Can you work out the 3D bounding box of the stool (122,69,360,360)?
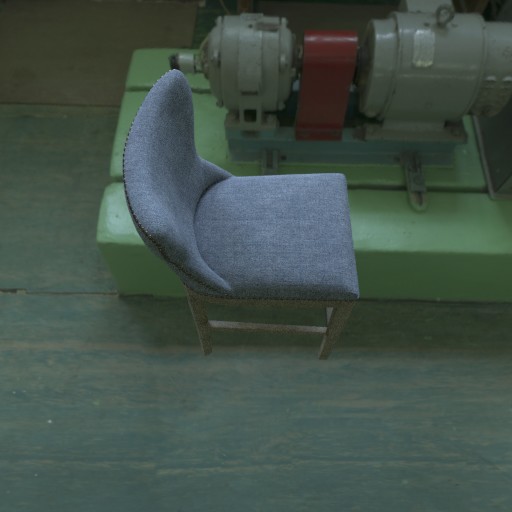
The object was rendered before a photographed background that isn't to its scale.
[{"bbox_3d":[0.000,0.000,1.478,0.606,1.123,0.494,0,63,0],"label":"stool"}]
